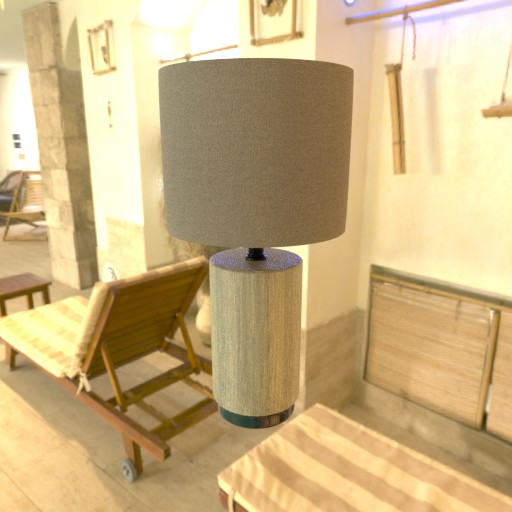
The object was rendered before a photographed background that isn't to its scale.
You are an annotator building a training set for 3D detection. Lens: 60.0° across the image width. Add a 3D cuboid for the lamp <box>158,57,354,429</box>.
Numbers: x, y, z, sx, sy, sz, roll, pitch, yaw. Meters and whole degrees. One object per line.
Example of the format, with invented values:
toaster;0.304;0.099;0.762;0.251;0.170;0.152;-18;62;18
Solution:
lamp;0.000;0.000;0.580;0.228;0.444;0.228;15;21;43
